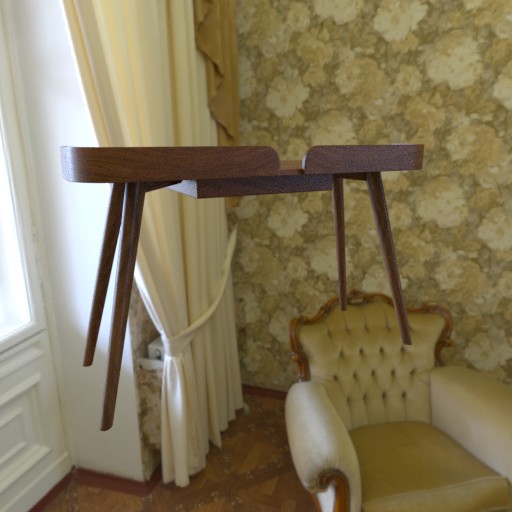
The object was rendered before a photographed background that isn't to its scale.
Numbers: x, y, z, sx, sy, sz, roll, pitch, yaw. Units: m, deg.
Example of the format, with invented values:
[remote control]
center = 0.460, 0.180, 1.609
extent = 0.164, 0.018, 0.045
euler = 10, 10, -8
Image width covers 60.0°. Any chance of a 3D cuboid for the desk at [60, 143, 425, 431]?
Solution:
[desk]
center = 0.000, 0.000, 1.642
extent = 1.256, 0.800, 0.486
euler = -8, 17, -26
